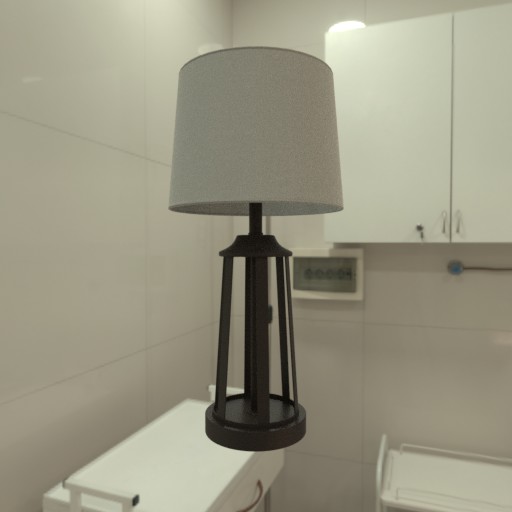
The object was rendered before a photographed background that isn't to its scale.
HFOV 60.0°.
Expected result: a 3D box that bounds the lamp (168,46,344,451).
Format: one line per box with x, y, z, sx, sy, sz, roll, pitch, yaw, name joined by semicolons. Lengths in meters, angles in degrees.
0.000;0.000;0.647;0.251;0.509;0.251;0;1;0;lamp
